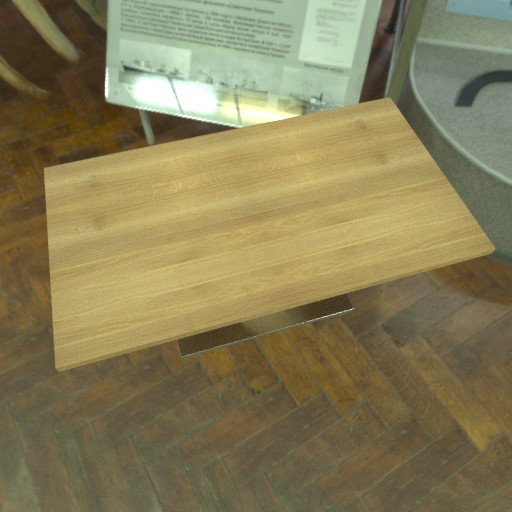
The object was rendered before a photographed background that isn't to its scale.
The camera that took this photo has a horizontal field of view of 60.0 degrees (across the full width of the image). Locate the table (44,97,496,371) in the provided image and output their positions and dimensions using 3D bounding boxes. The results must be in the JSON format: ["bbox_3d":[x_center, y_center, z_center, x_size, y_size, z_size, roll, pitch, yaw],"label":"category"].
[{"bbox_3d":[0.000,0.000,2.079,1.600,0.750,0.900,-14,59,-9],"label":"table"}]
